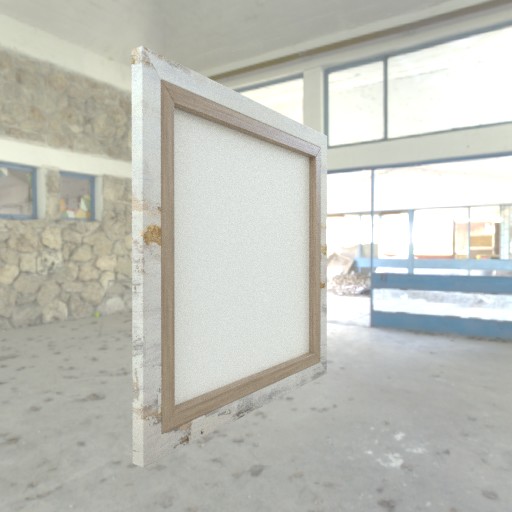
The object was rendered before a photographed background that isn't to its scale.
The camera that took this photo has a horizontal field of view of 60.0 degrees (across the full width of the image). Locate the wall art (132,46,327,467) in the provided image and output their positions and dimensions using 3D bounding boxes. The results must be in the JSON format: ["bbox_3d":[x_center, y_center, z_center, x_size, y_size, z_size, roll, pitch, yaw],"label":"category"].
[{"bbox_3d":[0.000,0.000,1.495,0.040,1.018,1.015,0,1,35],"label":"wall art"}]
